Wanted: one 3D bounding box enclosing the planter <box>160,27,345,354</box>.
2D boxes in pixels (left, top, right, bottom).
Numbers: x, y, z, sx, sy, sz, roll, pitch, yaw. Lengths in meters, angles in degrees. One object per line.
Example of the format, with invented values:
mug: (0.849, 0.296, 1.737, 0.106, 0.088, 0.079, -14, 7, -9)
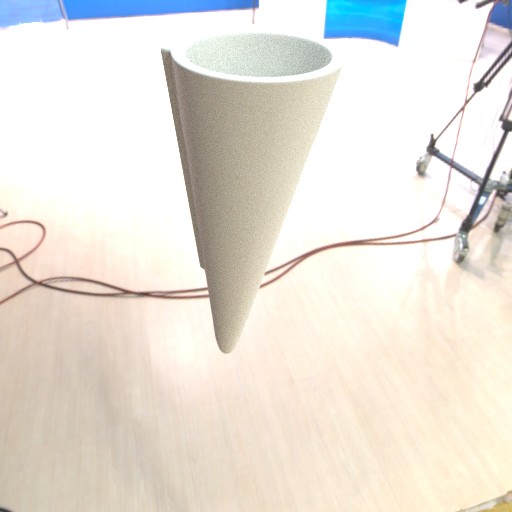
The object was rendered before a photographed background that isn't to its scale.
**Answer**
planter: (0.000, 0.000, 0.220, 0.064, 0.193, 0.057, 26, 47, 26)
